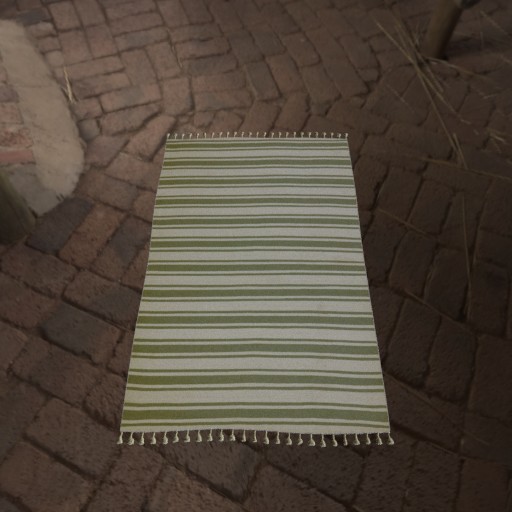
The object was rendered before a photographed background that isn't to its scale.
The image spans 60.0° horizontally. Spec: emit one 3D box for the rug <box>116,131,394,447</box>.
[{"bbox_3d":[0.000,0.000,2.346,1.162,0.013,1.875,0,58,0],"label":"rug"}]
